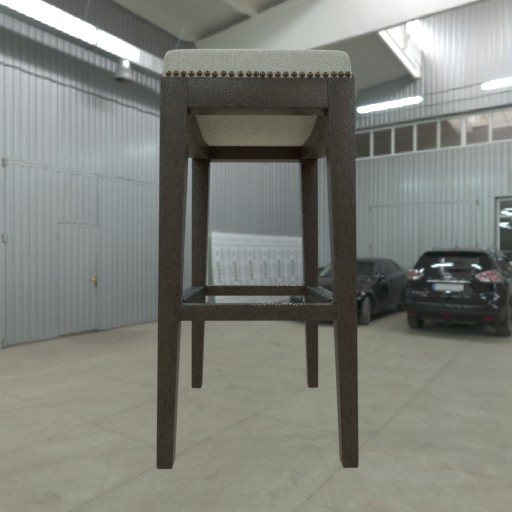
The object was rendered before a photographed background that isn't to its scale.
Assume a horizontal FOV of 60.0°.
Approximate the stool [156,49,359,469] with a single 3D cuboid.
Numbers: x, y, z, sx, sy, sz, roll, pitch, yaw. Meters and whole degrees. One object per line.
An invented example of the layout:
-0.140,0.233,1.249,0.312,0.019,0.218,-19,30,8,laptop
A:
0.000,0.000,1.029,0.358,0.759,0.498,0,0,-1,stool
